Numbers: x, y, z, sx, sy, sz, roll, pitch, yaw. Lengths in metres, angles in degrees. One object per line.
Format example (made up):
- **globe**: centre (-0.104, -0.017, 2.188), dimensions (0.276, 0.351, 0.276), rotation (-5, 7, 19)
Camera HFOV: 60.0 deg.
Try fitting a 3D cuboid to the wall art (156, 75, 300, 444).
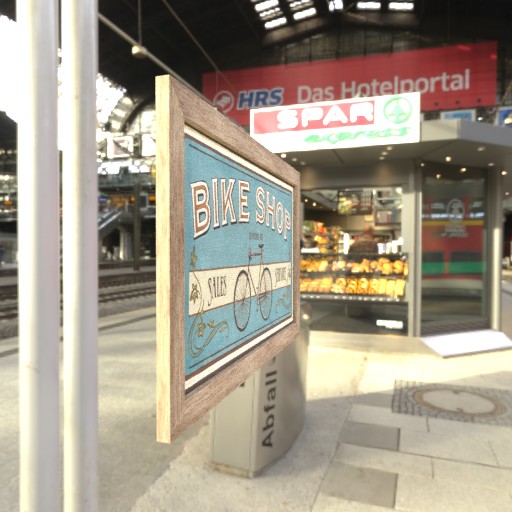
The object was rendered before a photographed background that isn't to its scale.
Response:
- **wall art**: centre (0.000, 0.000, 0.948), dimensions (0.021, 0.480, 0.780), rotation (0, 1, 18)
